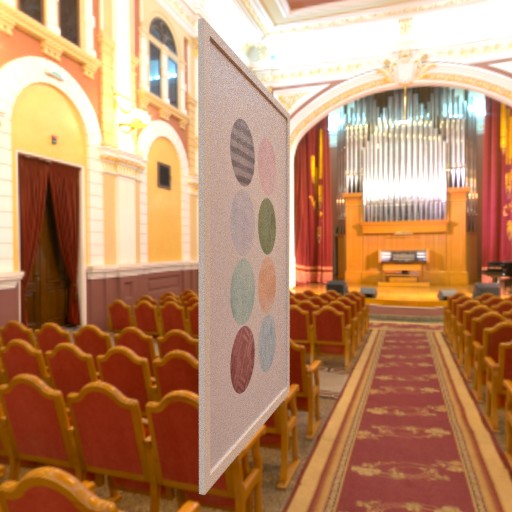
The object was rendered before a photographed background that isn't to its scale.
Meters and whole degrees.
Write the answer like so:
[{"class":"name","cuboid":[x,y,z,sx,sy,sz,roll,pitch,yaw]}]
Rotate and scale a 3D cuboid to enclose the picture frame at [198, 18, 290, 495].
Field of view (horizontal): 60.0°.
[{"class":"picture frame","cuboid":[0.000,0.000,1.186,0.013,0.940,0.659,0,1,19]}]
